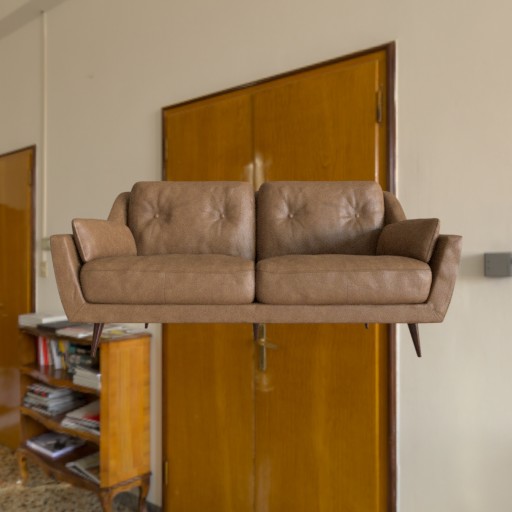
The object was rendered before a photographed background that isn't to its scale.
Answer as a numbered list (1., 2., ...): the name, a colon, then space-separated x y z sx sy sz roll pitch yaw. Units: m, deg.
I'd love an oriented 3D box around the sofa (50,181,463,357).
1. sofa: 0.000 0.000 2.301 1.731 0.886 0.981 0 0 0
